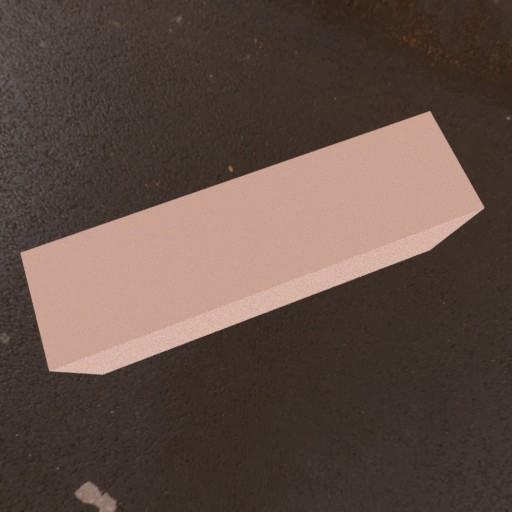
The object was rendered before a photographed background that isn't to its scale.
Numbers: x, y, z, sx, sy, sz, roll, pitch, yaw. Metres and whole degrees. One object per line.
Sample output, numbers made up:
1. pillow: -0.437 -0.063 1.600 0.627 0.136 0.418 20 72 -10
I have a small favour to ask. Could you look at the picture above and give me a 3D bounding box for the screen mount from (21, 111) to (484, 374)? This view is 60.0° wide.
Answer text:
1. screen mount: 0.000 0.000 1.763 1.490 0.619 0.400 -20 75 -6
